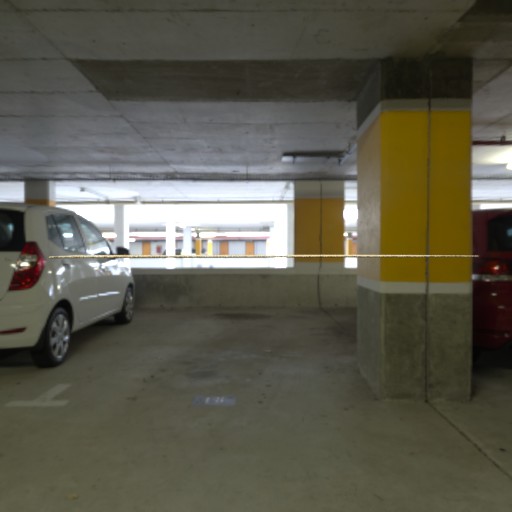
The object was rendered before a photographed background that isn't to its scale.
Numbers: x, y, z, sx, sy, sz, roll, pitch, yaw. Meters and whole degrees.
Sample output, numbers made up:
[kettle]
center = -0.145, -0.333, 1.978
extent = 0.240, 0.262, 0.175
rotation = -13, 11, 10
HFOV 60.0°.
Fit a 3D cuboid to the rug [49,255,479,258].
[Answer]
[rug]
center = 0.000, 0.000, 3.092
extent = 2.446, 0.009, 1.529
rotation = 0, 0, -18
